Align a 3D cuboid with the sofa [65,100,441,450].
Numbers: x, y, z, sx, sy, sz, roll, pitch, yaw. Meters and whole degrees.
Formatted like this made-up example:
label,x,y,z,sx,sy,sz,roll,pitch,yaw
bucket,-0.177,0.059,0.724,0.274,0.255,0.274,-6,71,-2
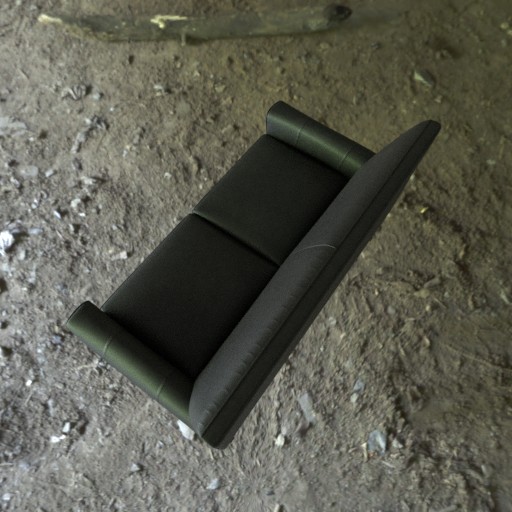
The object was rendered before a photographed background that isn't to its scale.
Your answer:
label,x,y,z,sx,sy,sz,roll,pitch,yaw
sofa,0.000,0.000,1.982,0.787,0.871,1.473,33,67,16
